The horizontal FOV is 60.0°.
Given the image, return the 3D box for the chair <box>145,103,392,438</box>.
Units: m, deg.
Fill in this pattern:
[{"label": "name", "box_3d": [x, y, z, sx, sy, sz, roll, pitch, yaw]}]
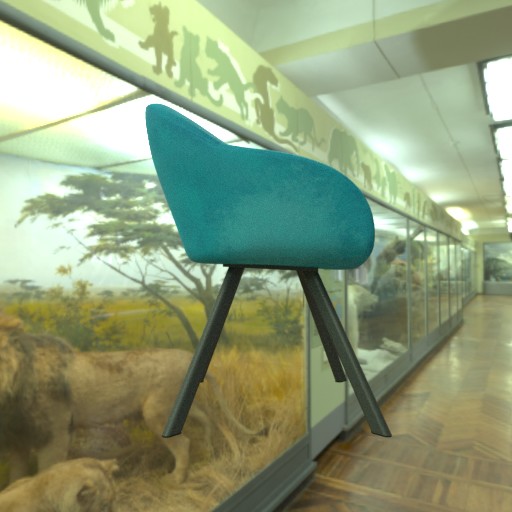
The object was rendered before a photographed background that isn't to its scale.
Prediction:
[{"label": "chair", "box_3d": [0.000, 0.000, 1.210, 0.590, 0.795, 0.550, 0, -1, 0]}]
